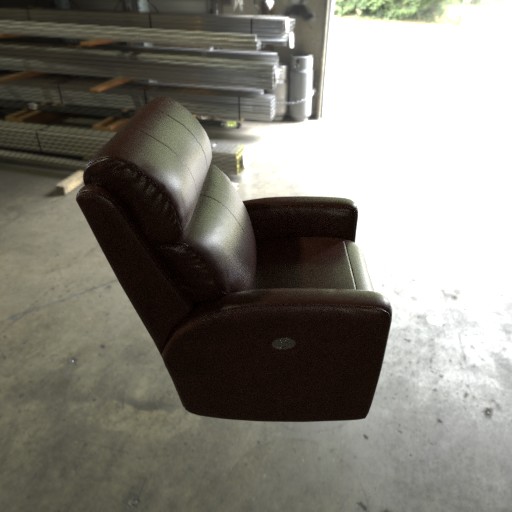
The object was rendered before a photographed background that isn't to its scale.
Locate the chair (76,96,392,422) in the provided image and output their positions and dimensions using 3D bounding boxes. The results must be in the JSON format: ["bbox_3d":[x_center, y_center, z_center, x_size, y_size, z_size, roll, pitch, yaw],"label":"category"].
[{"bbox_3d":[0.000,0.000,1.667,0.939,1.016,0.787,1,33,2],"label":"chair"}]
